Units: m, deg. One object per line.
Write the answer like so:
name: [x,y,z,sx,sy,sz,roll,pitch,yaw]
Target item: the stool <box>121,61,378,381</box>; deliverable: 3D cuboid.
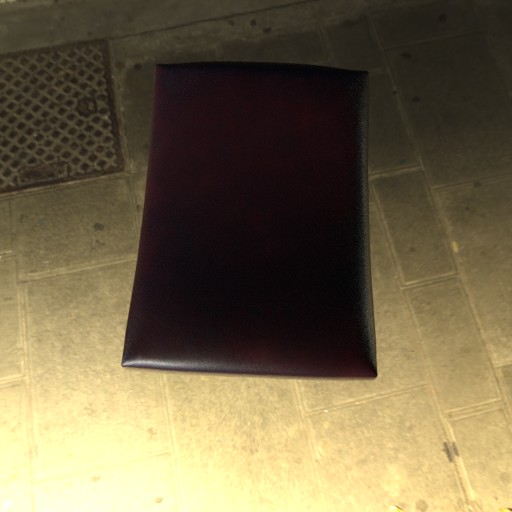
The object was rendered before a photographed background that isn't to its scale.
stool: [0.000,0.000,0.960,0.372,0.657,0.504,2,75,1]
